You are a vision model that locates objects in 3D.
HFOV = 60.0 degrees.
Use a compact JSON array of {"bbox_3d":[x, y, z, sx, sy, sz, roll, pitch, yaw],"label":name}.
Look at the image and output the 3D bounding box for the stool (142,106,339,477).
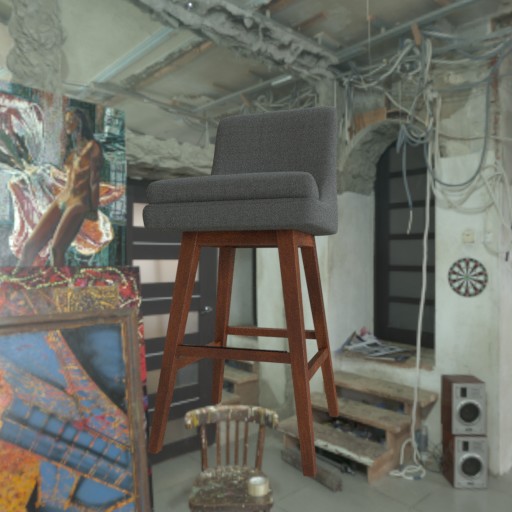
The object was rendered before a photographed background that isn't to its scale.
[{"bbox_3d":[0.000,0.000,1.270,0.447,0.977,0.524,0,-1,18],"label":"stool"}]
